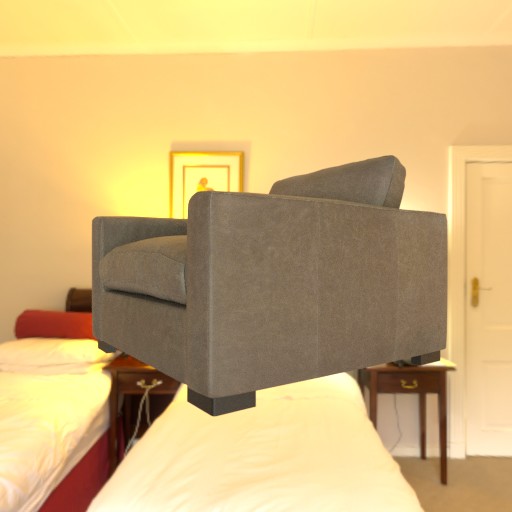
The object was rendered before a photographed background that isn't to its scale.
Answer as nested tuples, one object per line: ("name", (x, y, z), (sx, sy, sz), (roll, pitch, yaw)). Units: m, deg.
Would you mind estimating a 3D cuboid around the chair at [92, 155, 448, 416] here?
("chair", (0.000, 0.000, 1.821), (1.080, 0.807, 1.106), (0, 0, -35))
